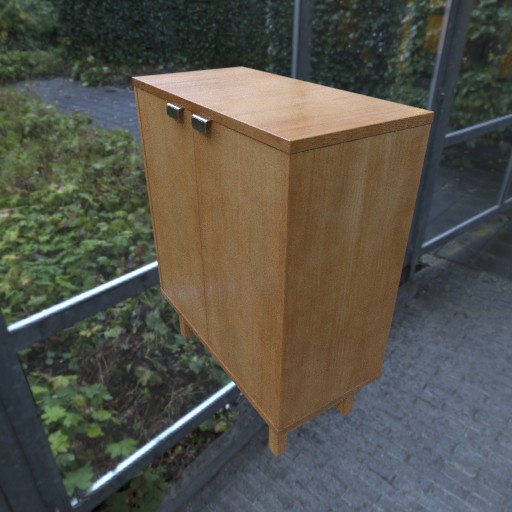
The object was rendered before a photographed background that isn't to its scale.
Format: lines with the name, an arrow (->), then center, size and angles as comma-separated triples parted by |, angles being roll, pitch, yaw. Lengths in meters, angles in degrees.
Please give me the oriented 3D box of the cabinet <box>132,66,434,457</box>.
cabinet -> 0.000, 0.000, 1.416 | 0.419, 1.001, 0.800 | -19, 36, -28
